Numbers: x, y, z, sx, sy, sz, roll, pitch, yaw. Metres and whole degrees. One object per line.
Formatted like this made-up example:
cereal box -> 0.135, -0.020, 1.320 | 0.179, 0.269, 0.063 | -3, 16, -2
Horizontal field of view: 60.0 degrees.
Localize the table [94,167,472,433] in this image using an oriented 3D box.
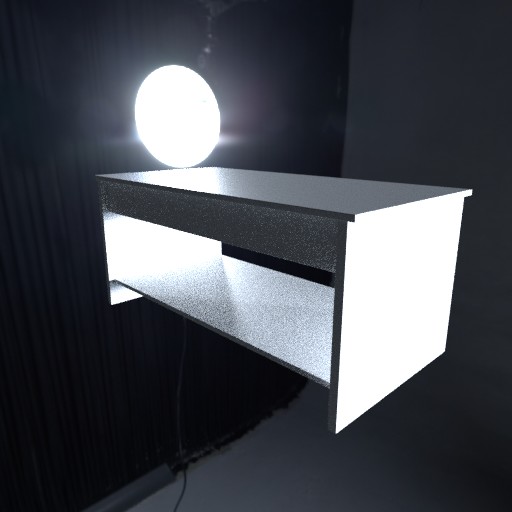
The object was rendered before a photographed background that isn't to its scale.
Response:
table -> 0.000, 0.000, 1.318 | 0.500, 0.441, 1.000 | -15, 21, -42
